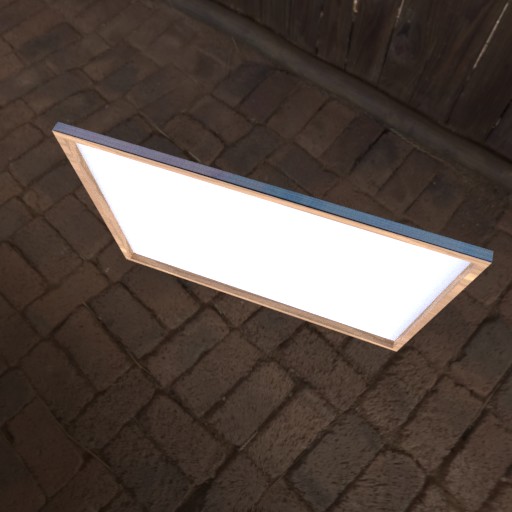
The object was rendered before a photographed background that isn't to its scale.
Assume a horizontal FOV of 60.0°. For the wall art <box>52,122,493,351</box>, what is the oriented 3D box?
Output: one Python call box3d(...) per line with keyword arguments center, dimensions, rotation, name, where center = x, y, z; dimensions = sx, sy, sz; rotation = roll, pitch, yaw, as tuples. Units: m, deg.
box3d(center=(0.000, 0.000, 1.425), dimensions=(1.137, 0.756, 0.034), rotation=(18, 64, 9), name="wall art")
